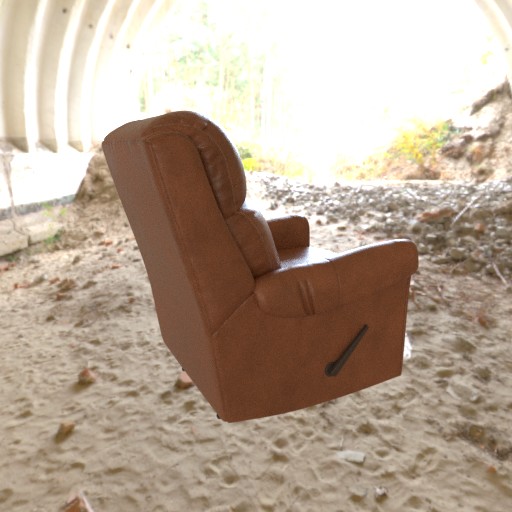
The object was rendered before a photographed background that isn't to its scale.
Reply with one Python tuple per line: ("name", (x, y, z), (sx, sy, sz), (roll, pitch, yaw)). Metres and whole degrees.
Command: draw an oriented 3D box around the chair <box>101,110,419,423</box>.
("chair", (0.000, 0.000, 1.769), (1.014, 1.054, 0.838), (-7, 15, -27))
